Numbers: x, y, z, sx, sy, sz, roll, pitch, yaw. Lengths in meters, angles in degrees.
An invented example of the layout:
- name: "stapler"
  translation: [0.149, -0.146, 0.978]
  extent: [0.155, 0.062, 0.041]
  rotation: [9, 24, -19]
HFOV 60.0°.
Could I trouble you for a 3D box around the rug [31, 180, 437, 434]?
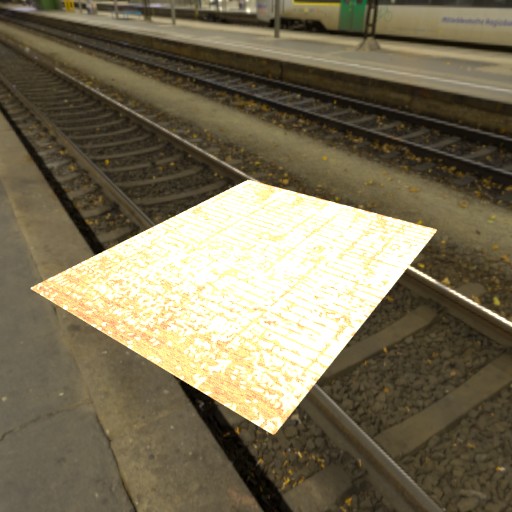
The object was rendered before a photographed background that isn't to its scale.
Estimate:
- name: "rug"
  translation: [0.000, 0.000, 4.144]
  extent: [2.441, 0.011, 3.050]
  rotation: [20, 36, 30]
